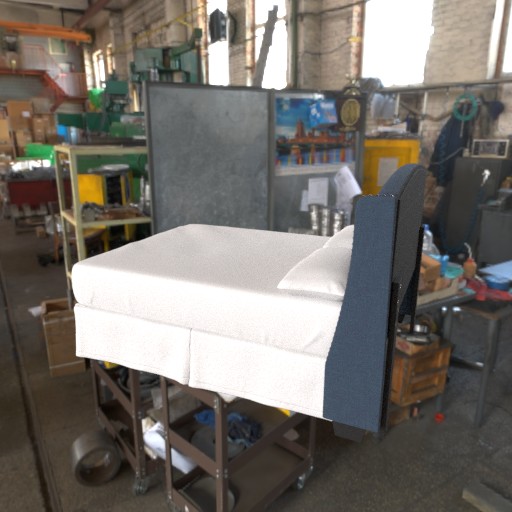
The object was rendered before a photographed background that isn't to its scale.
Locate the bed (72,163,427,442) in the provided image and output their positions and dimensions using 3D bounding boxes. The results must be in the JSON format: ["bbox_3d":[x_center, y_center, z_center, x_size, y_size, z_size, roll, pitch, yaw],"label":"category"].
[{"bbox_3d":[0.000,0.000,3.329,2.237,1.407,1.710,7,17,24],"label":"bed"}]
